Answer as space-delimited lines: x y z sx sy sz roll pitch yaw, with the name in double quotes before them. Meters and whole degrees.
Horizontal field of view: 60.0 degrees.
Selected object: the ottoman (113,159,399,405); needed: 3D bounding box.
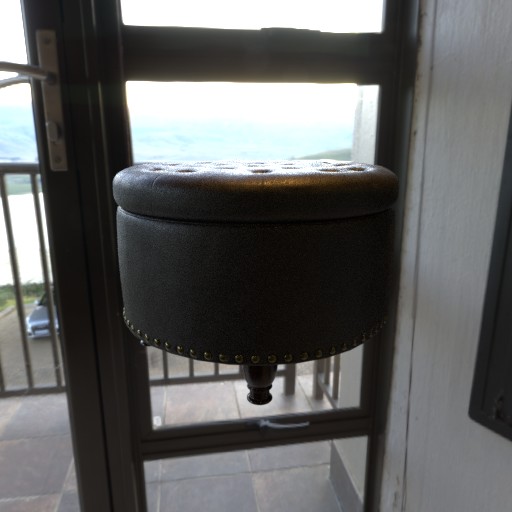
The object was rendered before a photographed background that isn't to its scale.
"ottoman" 0.000 0.000 1.075 0.637 0.442 0.637 0 14 0
